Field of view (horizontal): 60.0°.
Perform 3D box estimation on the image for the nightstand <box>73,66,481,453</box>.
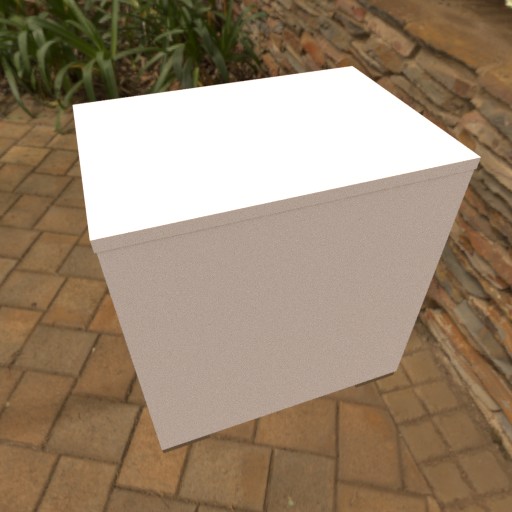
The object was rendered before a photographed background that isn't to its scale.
[{"bbox_3d":[0.000,0.000,0.731,0.441,0.460,0.325,-14,45,-14],"label":"nightstand"}]
